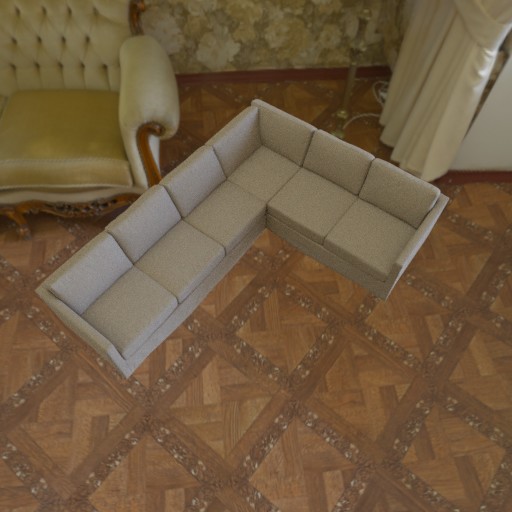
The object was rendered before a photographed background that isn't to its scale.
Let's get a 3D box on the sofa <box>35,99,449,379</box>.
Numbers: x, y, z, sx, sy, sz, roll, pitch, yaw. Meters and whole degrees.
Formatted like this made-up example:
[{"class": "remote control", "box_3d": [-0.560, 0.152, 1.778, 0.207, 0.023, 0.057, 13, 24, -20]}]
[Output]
[{"class": "sofa", "box_3d": [0.000, 0.000, 4.321, 2.432, 0.871, 3.182, 33, 63, 19]}]
